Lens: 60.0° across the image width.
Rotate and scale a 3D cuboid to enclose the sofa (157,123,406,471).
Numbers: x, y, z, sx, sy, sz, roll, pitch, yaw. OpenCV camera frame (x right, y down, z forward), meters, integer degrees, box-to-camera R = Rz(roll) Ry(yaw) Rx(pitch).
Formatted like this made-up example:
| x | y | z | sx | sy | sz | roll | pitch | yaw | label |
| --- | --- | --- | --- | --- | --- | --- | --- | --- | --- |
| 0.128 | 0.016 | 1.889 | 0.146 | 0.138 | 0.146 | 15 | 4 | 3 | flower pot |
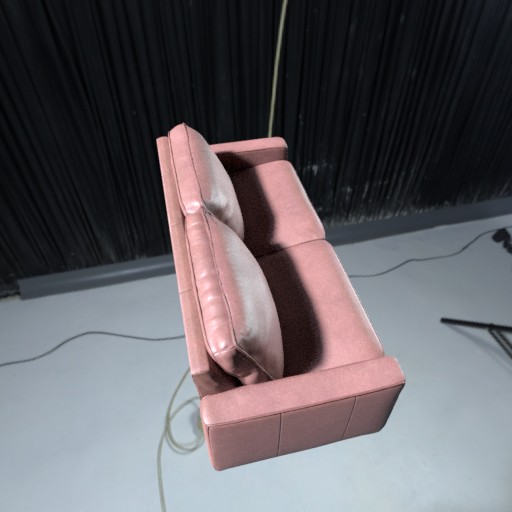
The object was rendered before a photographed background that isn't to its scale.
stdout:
| x | y | z | sx | sy | sz | roll | pitch | yaw | label |
| --- | --- | --- | --- | --- | --- | --- | --- | --- | --- |
| 0.000 | 0.000 | 2.653 | 0.940 | 0.919 | 2.080 | -10 | 47 | -9 | sofa |
